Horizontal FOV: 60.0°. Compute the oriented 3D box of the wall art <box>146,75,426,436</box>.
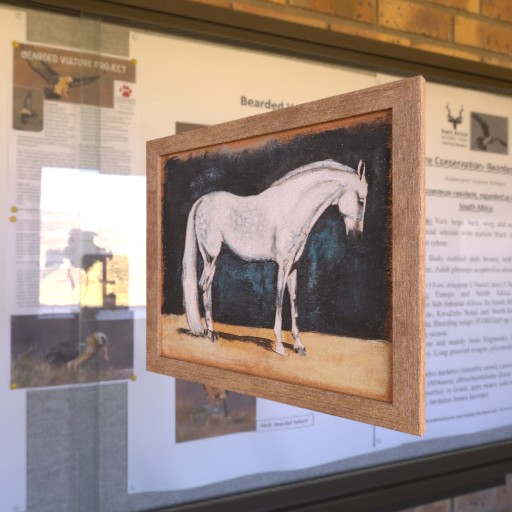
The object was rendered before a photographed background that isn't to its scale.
[{"bbox_3d":[0.000,0.000,0.937,0.690,0.588,0.026,0,0,37],"label":"wall art"}]
